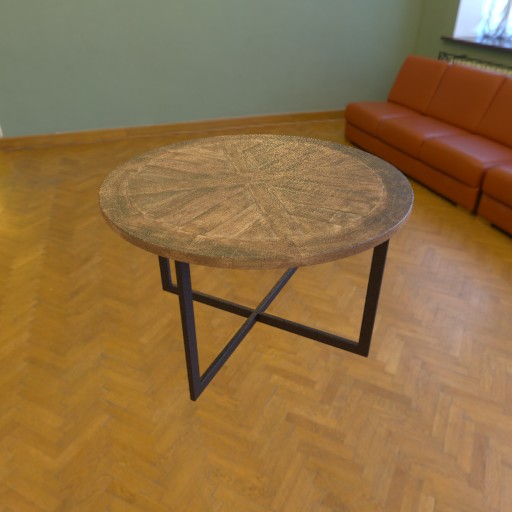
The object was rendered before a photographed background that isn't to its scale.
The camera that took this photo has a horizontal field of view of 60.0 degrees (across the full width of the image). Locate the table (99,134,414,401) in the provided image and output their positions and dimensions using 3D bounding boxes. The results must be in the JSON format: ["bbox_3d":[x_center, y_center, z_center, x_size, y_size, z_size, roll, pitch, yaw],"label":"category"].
[{"bbox_3d":[0.000,0.000,2.056,1.264,0.762,1.264,0,32,0],"label":"table"}]
